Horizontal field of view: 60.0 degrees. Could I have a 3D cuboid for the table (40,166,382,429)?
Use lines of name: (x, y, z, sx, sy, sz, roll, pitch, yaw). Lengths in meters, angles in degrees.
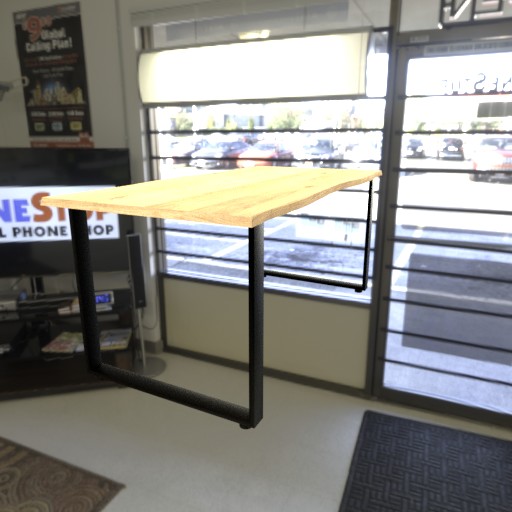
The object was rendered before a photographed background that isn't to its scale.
table: (0.000, 0.000, 2.307, 0.900, 0.780, 1.800, 8, 17, 26)
